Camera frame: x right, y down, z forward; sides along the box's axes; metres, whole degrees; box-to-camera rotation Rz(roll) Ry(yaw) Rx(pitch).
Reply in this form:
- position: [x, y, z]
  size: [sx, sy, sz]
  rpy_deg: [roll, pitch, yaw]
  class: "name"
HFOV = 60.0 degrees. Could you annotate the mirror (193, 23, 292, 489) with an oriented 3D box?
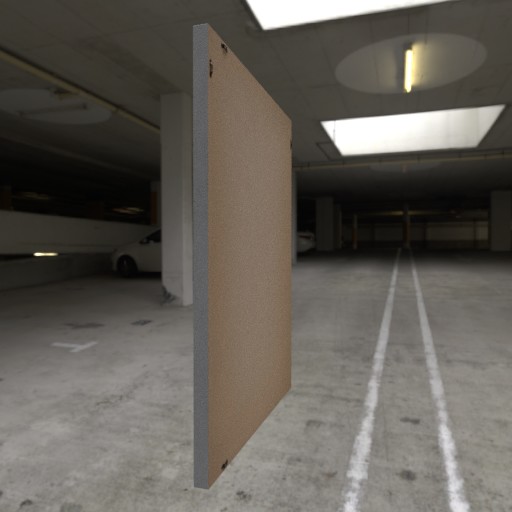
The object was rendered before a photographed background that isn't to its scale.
- position: [0.000, 0.000, 1.332]
  size: [0.041, 1.016, 0.762]
  rpy_deg: [0, 1, 18]
  class: "mirror"
